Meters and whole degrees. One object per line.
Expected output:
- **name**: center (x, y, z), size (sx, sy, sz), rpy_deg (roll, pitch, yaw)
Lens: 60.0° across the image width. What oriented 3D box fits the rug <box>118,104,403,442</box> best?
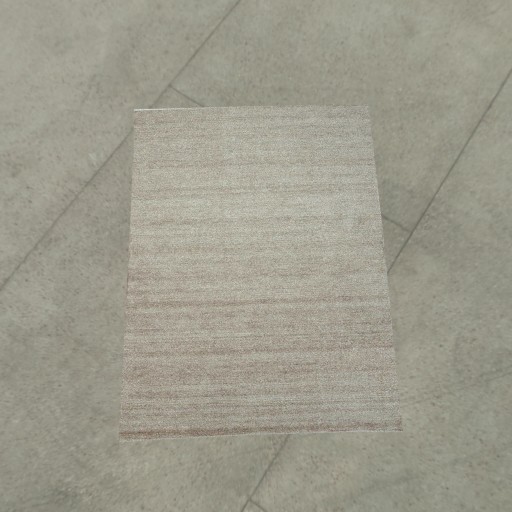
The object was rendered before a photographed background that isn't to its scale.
- **rug**: center (0.000, 0.000, 4.174), size (2.434, 0.045, 3.202), rpy_deg (-1, 75, 0)
